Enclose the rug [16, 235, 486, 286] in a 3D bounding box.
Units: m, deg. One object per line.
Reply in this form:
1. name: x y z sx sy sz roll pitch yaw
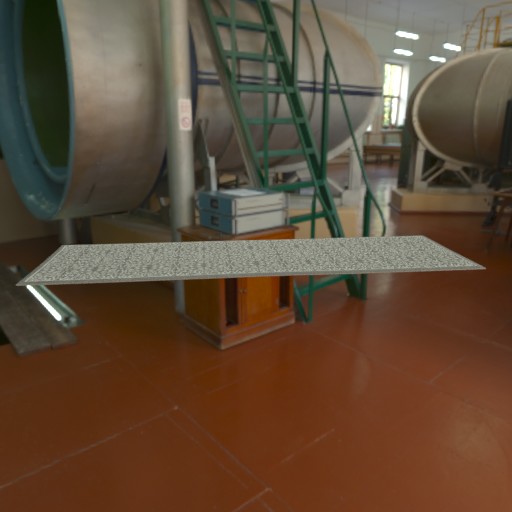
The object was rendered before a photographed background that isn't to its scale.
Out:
1. rug: 0.000 0.000 2.372 2.196 0.011 0.662 -2 17 -6
